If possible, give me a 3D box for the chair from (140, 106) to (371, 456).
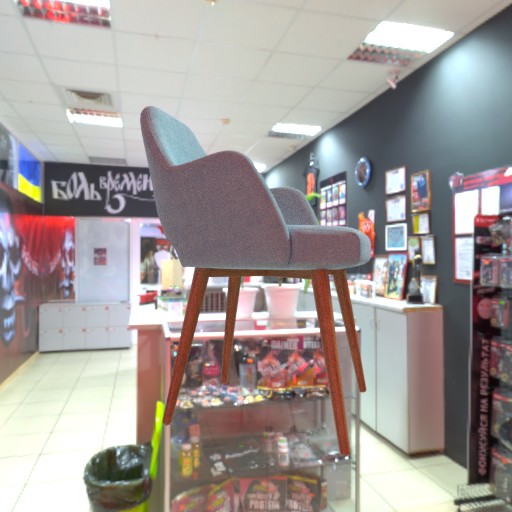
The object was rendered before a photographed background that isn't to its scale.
[{"bbox_3d":[0.000,0.000,1.232,0.610,0.840,0.590,0,0,18],"label":"chair"}]
